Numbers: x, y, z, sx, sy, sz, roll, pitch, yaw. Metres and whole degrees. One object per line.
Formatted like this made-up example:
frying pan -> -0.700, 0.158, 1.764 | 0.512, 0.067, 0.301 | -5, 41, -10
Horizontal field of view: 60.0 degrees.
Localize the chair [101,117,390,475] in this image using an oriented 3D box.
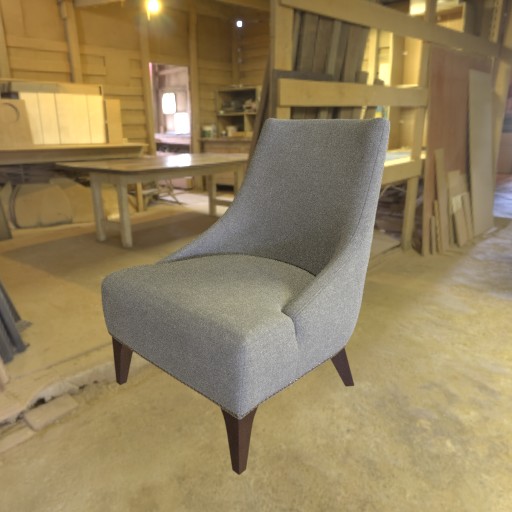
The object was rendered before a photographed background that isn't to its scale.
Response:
chair -> 0.000, 0.000, 1.521 | 0.701, 0.909, 0.861 | 16, 23, 41
